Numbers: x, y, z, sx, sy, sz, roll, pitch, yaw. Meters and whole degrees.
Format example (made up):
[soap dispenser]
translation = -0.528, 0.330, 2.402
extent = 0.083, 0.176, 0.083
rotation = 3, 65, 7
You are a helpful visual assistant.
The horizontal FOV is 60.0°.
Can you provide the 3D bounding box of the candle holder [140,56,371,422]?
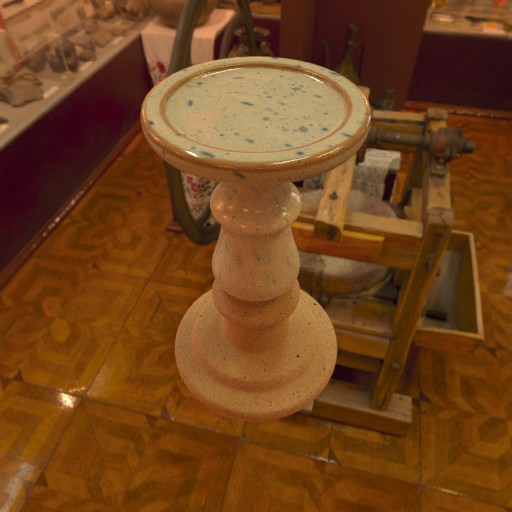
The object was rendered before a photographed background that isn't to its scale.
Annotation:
[candle holder]
translation = 0.000, 0.000, 0.272
extent = 0.123, 0.202, 0.123
rotation = 0, 46, 0
